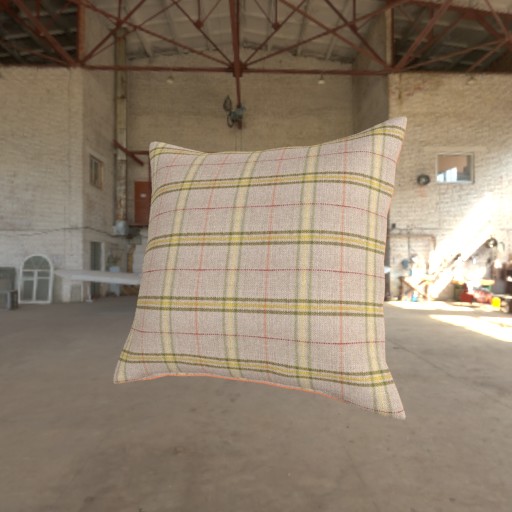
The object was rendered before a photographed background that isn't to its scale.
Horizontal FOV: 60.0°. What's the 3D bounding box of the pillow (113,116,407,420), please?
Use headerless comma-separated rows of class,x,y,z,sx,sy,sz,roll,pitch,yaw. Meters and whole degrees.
pillow,0.000,0.000,0.699,0.453,0.430,0.200,0,-1,18
